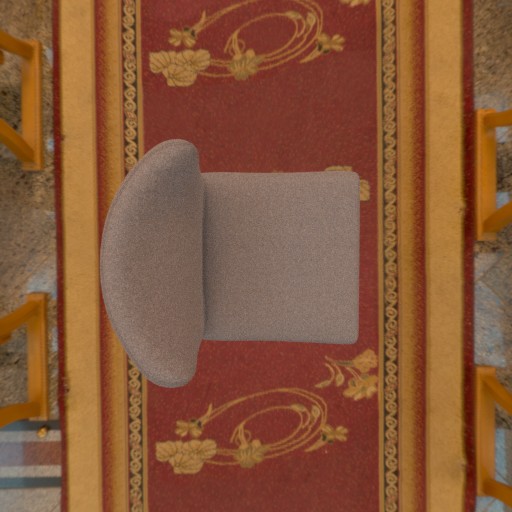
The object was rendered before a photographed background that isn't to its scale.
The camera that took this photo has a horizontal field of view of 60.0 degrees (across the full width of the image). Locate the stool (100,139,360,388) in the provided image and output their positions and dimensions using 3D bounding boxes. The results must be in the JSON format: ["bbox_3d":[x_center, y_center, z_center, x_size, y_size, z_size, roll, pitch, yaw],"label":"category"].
[{"bbox_3d":[0.000,0.000,1.281,0.568,0.968,0.481,0,92,0],"label":"stool"}]
